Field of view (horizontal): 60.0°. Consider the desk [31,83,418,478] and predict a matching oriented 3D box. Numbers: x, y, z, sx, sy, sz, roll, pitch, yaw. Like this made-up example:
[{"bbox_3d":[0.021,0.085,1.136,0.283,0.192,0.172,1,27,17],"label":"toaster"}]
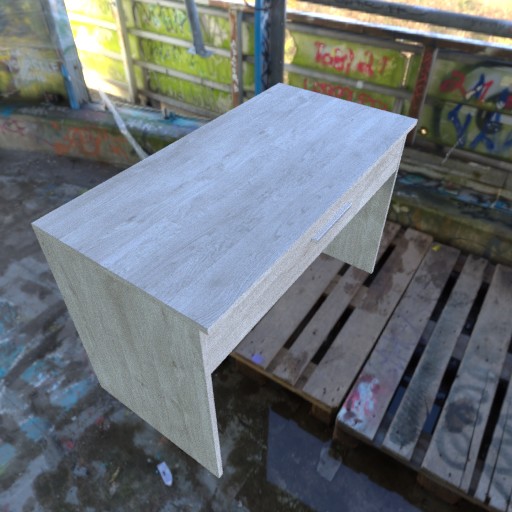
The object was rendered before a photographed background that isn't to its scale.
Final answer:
[{"bbox_3d":[0.000,0.000,1.533,0.560,0.730,1.100,26,48,26],"label":"desk"}]
